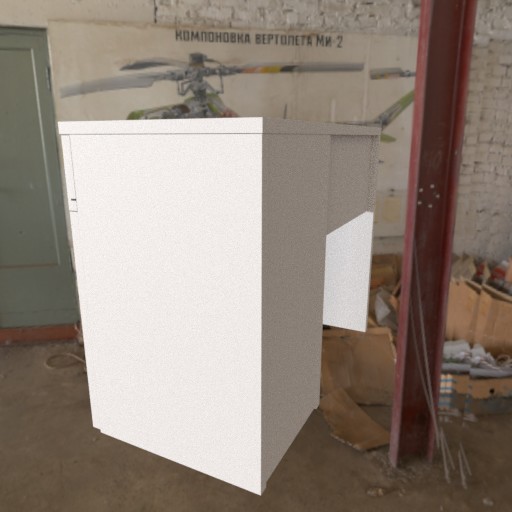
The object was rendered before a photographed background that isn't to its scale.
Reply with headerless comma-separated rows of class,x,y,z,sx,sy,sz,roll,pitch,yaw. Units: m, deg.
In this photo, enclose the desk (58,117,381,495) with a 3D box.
desk,0.000,0.000,1.290,0.482,0.730,0.898,8,17,26
